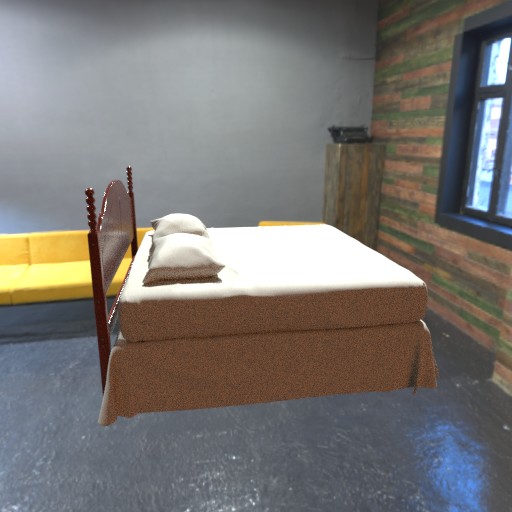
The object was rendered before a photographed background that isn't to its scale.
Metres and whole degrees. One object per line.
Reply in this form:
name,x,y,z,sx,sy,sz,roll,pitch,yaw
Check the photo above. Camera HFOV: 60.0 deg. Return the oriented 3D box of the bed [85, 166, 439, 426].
bed,0.000,0.000,3.644,2.219,1.355,2.322,-2,15,-9
